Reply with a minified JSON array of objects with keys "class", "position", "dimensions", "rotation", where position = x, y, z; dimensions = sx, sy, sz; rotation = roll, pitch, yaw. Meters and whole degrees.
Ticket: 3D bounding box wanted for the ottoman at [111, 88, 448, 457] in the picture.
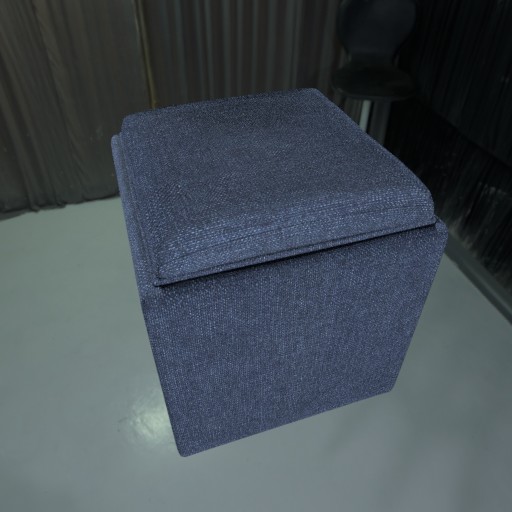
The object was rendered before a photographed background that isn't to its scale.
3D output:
[{"class":"ottoman","position":[0.000,0.000,0.843],"dimensions":[0.436,0.493,0.454],"rotation":[-12,43,-14]}]
